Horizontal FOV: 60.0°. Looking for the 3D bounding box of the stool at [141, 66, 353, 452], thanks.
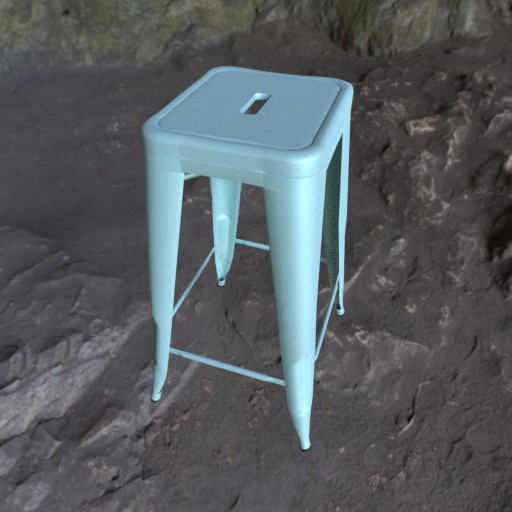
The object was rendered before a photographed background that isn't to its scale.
[{"bbox_3d":[0.000,0.000,0.860,0.359,0.609,0.399,12,42,14],"label":"stool"}]
